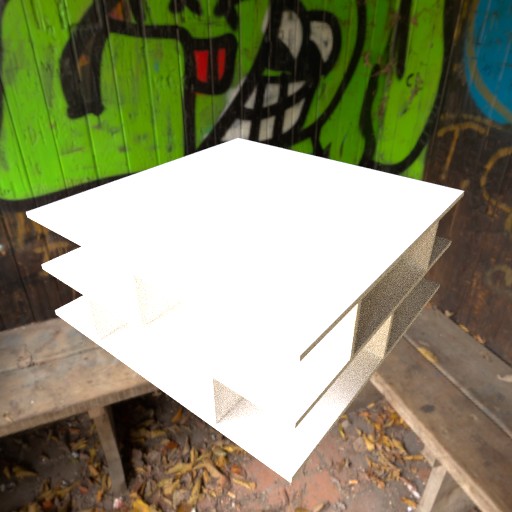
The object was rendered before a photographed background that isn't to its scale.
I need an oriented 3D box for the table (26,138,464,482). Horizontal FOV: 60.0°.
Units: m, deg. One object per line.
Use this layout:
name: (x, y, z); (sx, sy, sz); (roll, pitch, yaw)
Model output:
table: (0.000, 0.000, 1.071); (0.700, 0.289, 0.700); (22, 38, 32)
